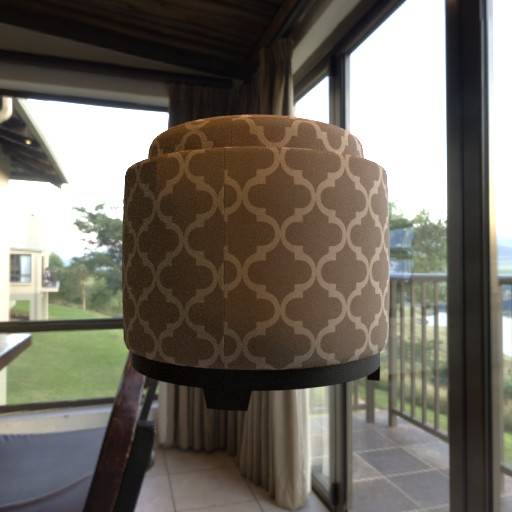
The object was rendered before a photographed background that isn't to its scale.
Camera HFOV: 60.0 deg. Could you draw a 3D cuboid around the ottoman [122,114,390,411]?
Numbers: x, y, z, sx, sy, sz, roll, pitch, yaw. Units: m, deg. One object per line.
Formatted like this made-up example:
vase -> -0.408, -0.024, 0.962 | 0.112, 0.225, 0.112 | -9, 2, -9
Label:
ottoman -> 0.000, 0.000, 0.829 | 0.480, 0.429, 0.480 | 0, -1, 0
